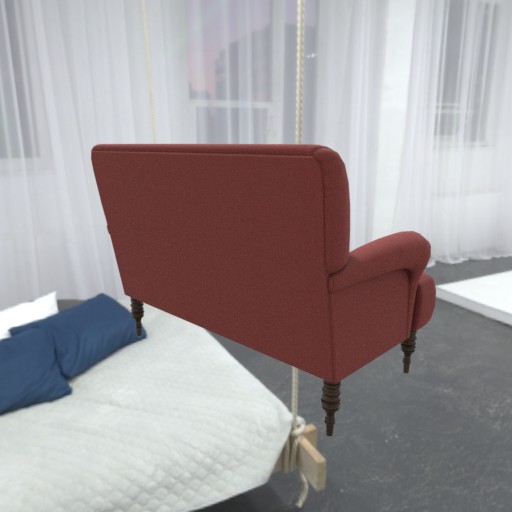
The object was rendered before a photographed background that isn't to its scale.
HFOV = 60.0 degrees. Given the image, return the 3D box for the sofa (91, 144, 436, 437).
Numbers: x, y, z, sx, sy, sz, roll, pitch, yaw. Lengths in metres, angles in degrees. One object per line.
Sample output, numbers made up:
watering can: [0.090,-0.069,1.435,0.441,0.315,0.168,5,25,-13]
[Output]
sofa: [0.000,0.000,1.810,1.297,0.889,0.779,13,19,42]
